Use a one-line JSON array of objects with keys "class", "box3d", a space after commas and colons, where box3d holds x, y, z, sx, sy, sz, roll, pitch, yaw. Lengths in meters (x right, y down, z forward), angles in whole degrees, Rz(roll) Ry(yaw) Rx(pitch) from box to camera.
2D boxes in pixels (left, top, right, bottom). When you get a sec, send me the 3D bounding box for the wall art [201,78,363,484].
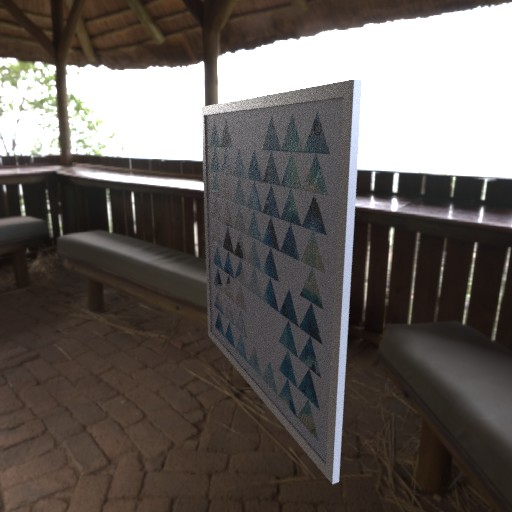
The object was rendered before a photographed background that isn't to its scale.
[{"class": "wall art", "box3d": [0.000, 0.000, 0.825, 0.012, 0.557, 0.557, -7, 17, -24]}]
